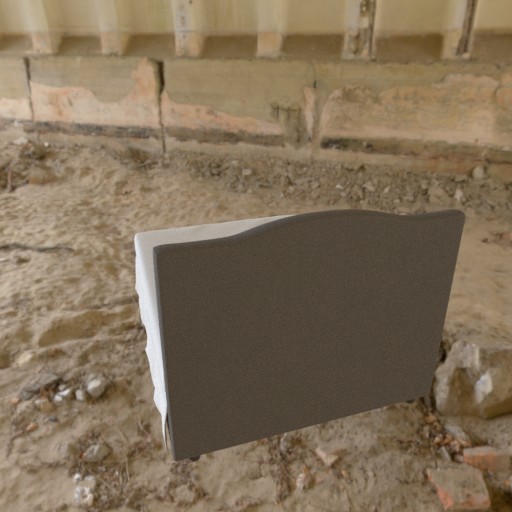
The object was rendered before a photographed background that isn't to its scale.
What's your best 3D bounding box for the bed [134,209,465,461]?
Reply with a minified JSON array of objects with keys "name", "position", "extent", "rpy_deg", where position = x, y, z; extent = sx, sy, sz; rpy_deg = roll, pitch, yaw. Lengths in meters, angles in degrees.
[{"name":"bed","position":[0.000,0.000,3.440],"extent":[1.821,1.436,2.282],"rpy_deg":[-8,26,-17]}]
